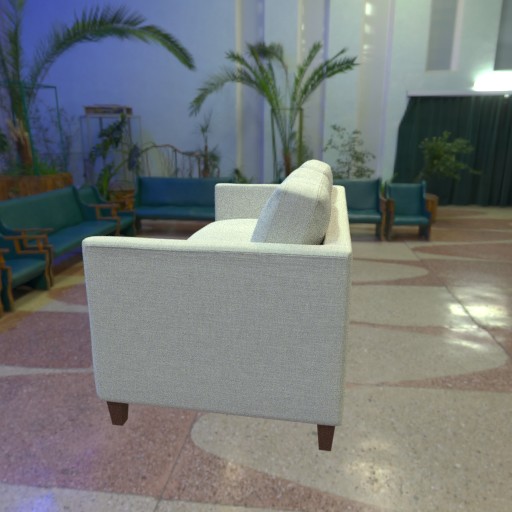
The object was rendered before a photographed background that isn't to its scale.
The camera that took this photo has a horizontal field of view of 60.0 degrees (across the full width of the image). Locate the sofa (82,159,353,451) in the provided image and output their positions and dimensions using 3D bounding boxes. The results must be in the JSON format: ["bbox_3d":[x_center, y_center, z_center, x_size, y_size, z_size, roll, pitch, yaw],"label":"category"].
[{"bbox_3d":[0.000,0.000,2.383,0.950,0.963,1.838,3,16,10],"label":"sofa"}]
